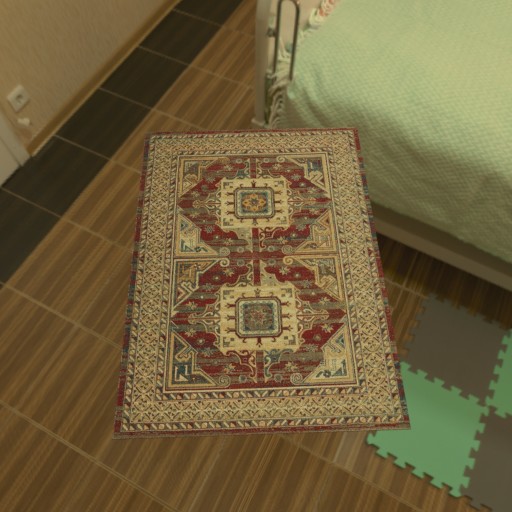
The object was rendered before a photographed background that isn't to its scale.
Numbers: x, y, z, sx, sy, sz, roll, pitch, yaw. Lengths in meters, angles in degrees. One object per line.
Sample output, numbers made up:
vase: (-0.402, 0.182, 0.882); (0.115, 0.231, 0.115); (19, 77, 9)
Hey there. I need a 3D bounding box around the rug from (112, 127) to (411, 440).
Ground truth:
rug: (0.000, 0.000, 4.260); (2.381, 0.013, 3.197); (-2, 63, -1)
